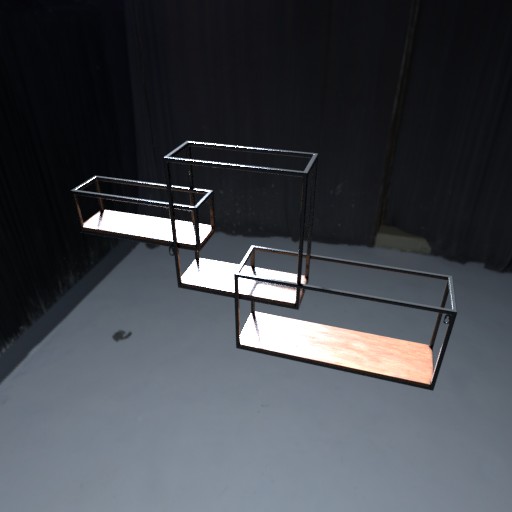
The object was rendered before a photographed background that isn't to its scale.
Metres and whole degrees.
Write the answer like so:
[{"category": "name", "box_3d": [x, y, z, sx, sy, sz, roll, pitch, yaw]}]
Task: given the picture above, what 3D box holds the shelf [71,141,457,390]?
[{"category": "shelf", "box_3d": [0.000, 0.000, 2.104, 1.781, 0.972, 0.275, 9, 33, 14]}]
